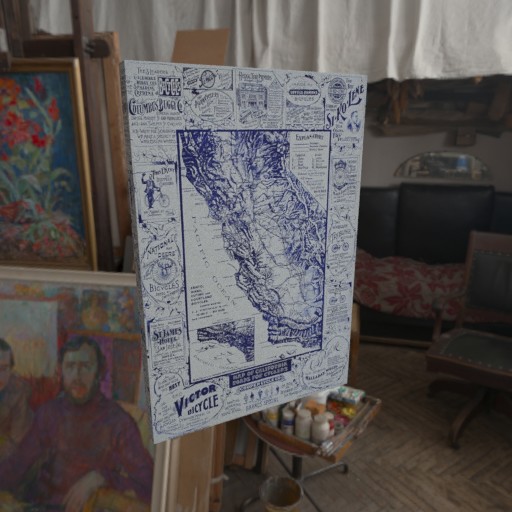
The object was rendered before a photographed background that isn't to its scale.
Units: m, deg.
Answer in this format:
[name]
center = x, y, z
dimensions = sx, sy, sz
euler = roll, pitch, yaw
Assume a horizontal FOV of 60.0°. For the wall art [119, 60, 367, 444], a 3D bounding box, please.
[wall art]
center = 0.000, 0.000, 0.482
dimensions = 0.255, 0.376, 0.025
euler = -8, 18, -26
